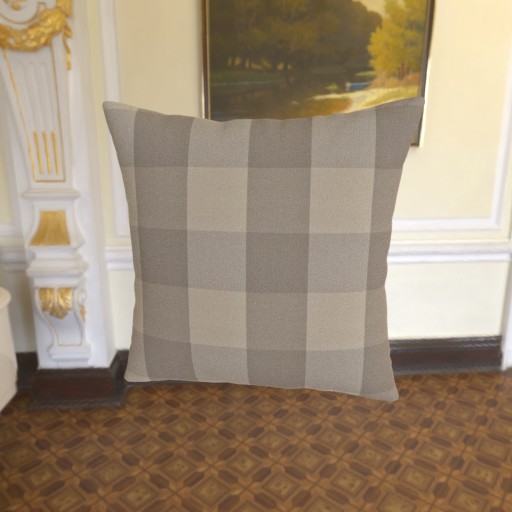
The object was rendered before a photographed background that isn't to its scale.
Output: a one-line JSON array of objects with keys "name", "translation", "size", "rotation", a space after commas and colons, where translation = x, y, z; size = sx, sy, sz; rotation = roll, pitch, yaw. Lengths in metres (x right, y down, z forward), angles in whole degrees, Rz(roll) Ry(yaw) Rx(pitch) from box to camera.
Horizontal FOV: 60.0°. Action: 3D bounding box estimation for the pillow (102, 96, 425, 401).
[{"name": "pillow", "translation": [0.000, 0.000, 0.757], "size": [0.511, 0.509, 0.161], "rotation": [2, 14, 8]}]
